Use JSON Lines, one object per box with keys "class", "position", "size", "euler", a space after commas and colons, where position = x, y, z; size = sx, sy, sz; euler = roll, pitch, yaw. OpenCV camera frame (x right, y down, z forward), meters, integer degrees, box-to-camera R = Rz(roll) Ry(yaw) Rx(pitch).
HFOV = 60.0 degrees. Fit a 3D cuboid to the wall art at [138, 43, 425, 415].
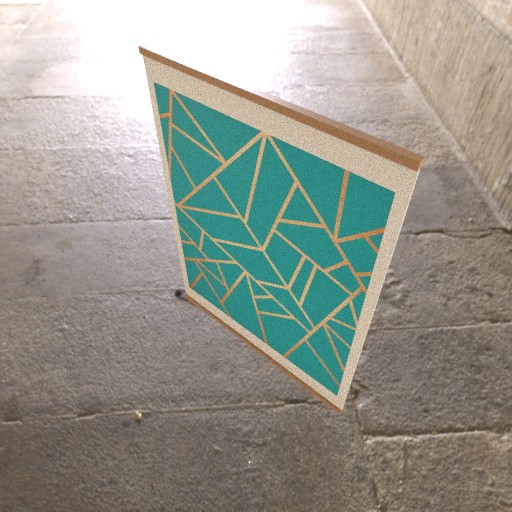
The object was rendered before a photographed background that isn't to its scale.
{"class": "wall art", "position": [0.000, 0.000, 0.784], "size": [0.459, 0.608, 0.012], "euler": [32, 54, 27]}
